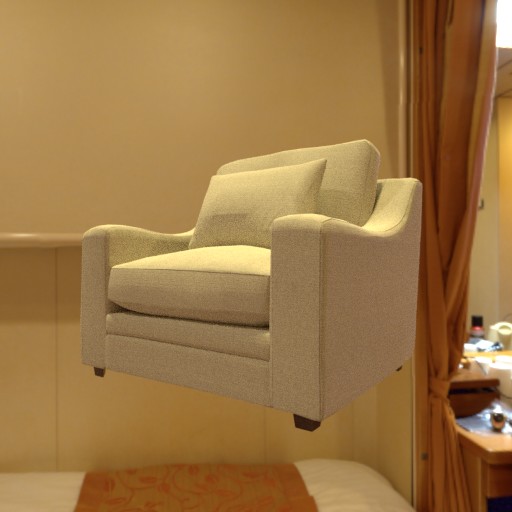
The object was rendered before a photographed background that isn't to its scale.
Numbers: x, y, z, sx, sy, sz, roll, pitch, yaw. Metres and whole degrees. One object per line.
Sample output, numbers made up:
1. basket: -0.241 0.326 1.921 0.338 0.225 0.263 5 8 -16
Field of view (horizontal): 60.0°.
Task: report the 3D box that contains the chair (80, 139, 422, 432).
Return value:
1. chair: 0.000 0.000 1.960 1.178 1.016 1.009 0 1 35
